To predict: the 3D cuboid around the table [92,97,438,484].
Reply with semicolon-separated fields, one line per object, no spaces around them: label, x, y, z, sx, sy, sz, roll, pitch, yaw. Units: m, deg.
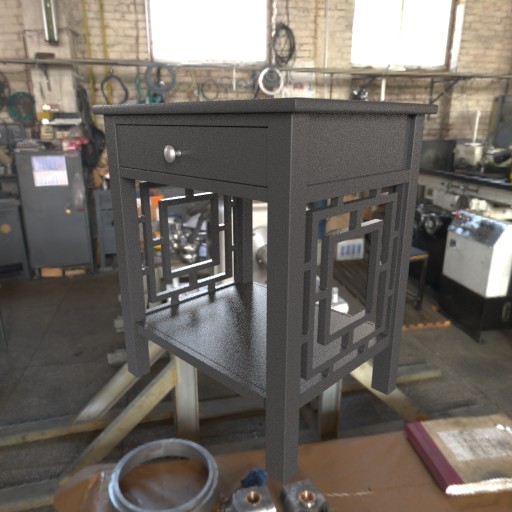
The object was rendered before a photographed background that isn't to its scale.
table;0.000;0.000;1.001;0.564;0.646;0.451;16;23;42
